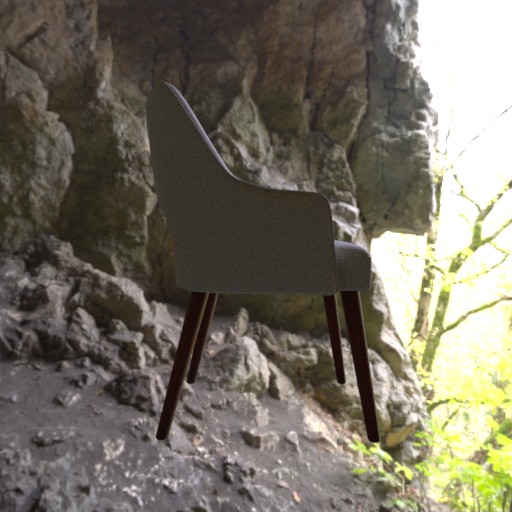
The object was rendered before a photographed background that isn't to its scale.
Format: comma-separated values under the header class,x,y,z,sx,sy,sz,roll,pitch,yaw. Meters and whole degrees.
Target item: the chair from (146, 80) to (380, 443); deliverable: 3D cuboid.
class,x,y,z,sx,sy,sz,roll,pitch,yaw
chair,0.000,0.000,1.228,0.580,0.840,0.560,0,1,1
